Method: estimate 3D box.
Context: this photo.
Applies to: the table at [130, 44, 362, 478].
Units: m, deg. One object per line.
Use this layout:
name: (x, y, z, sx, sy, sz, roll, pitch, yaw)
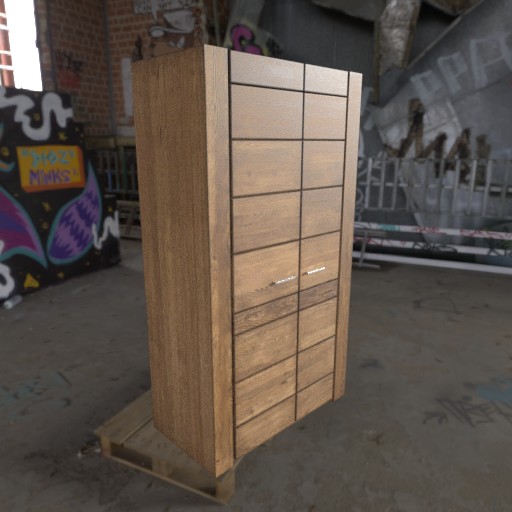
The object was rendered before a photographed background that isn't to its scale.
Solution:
table: (0.000, 0.000, 2.535, 1.100, 2.000, 0.600, -13, 19, -42)
